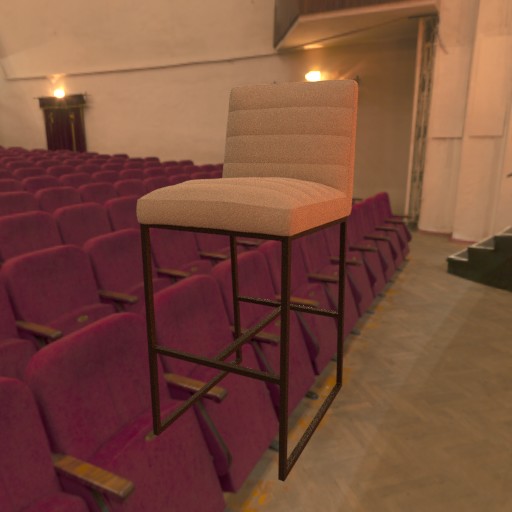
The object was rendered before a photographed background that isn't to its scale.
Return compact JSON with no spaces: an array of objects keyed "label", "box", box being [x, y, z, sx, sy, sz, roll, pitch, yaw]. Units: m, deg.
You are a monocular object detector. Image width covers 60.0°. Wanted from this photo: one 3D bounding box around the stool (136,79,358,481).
[{"label":"stool","box":[0.000,0.000,1.365,0.464,1.061,0.573,7,16,26]}]
